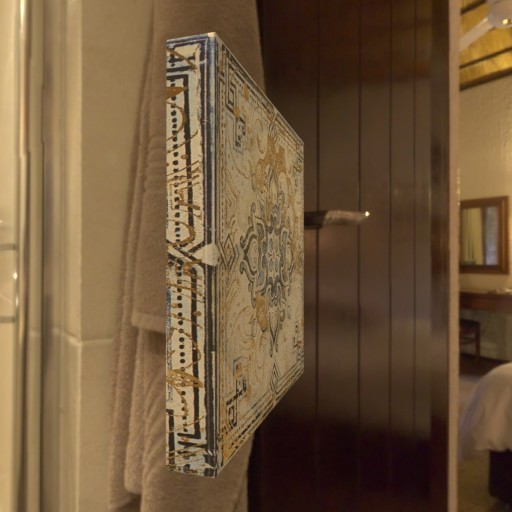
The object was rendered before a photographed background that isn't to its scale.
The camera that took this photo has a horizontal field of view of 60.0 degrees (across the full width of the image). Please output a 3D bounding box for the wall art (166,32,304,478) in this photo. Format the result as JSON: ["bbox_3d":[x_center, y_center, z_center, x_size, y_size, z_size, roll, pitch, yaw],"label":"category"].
[{"bbox_3d":[0.000,0.000,0.452,0.038,0.306,0.302,0,-1,18],"label":"wall art"}]
